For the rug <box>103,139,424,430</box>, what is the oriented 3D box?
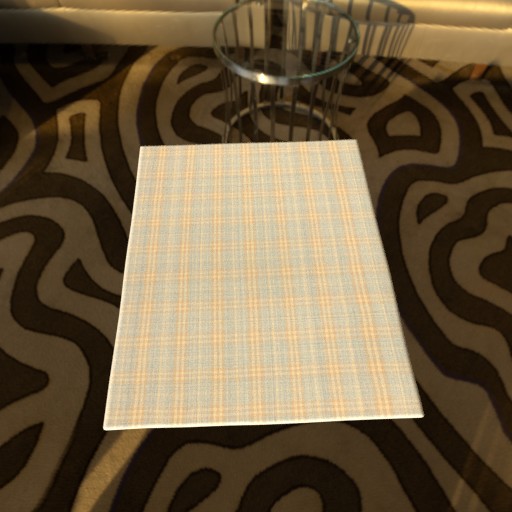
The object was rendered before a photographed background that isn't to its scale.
[{"bbox_3d":[0.000,0.000,4.205,2.462,0.030,3.066,-2,57,-1],"label":"rug"}]
